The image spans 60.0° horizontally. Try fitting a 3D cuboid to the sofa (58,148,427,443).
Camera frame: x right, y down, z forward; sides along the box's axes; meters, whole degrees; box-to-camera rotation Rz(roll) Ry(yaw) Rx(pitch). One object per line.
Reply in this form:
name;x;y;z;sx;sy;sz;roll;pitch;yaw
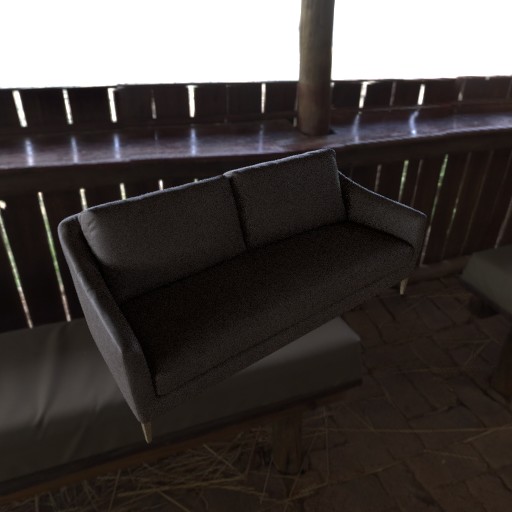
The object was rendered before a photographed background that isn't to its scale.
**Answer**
sofa;0.000;0.000;2.609;2.036;0.902;0.960;-21;36;-33
